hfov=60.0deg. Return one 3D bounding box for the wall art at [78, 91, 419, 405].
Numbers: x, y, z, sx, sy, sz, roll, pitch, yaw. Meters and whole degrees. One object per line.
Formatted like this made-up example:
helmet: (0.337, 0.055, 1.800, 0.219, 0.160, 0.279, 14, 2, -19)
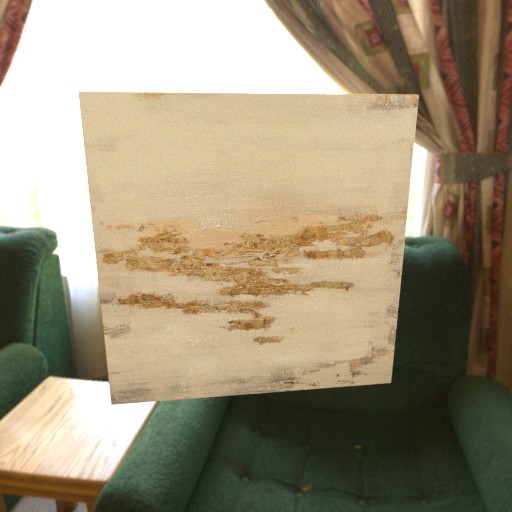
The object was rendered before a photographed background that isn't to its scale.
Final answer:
wall art: (0.000, 0.000, 1.094, 0.753, 0.755, 0.038, -2, 16, -7)
